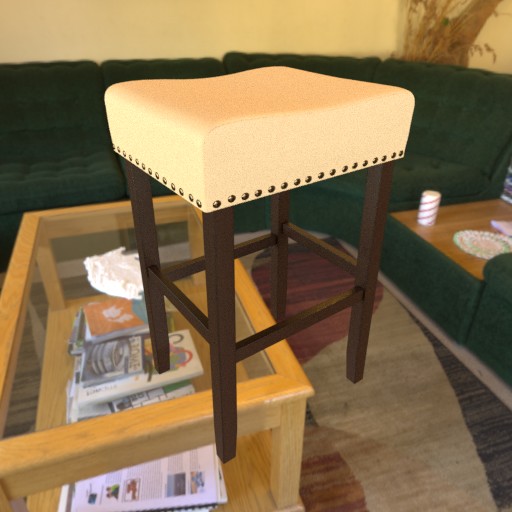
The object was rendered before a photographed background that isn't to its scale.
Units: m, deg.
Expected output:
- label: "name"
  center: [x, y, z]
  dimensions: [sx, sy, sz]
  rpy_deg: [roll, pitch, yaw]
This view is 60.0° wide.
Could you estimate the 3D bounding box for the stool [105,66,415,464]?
- label: "stool"
  center: [0.000, 0.000, 1.041]
  dimensions: [0.471, 0.762, 0.401]
  rpy_deg: [-20, 36, -30]
